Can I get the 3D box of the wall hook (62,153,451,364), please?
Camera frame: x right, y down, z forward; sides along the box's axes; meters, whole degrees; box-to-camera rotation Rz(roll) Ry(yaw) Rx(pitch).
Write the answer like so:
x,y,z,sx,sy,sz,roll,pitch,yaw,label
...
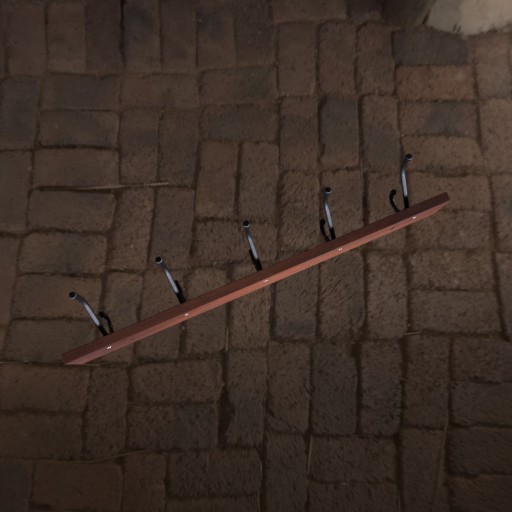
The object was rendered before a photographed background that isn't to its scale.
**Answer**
x,y,z,sx,sy,sz,roll,pitch,yaw,label
0.000,0.000,0.611,0.571,0.117,0.071,-23,78,-5,wall hook
